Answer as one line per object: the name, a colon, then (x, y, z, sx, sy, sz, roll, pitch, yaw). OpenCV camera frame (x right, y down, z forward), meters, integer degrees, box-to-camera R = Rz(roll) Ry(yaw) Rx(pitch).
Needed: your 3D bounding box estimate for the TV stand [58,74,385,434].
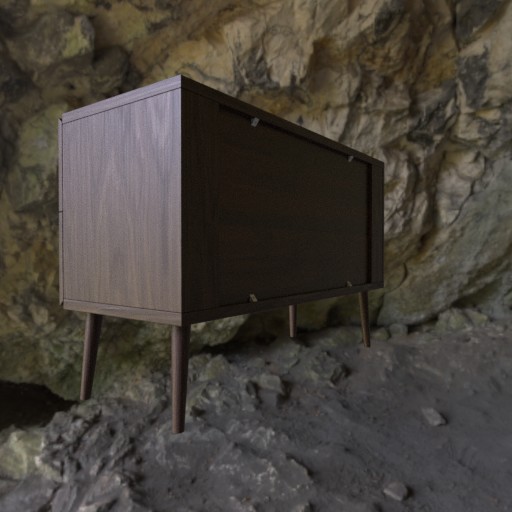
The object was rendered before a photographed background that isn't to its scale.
TV stand: (0.000, 0.000, 1.307, 0.405, 0.660, 0.990, 1, 1, 37)
